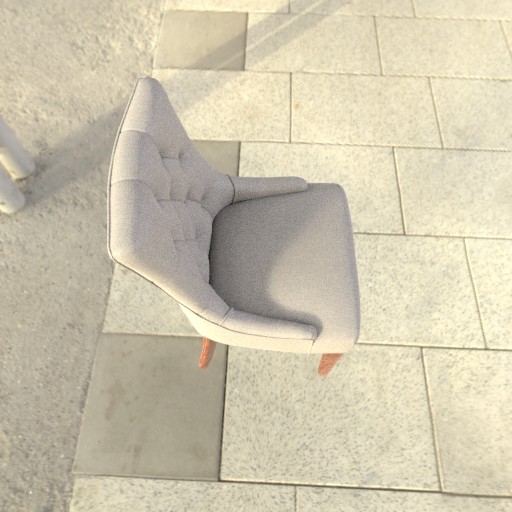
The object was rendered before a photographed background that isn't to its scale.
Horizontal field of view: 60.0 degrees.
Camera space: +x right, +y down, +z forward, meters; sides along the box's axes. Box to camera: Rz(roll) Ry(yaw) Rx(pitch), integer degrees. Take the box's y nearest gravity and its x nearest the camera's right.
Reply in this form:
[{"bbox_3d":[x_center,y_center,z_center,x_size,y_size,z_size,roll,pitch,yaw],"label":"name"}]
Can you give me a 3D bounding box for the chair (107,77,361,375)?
[{"bbox_3d":[0.000,0.000,1.240,0.565,0.874,0.509,0,63,0],"label":"chair"}]
